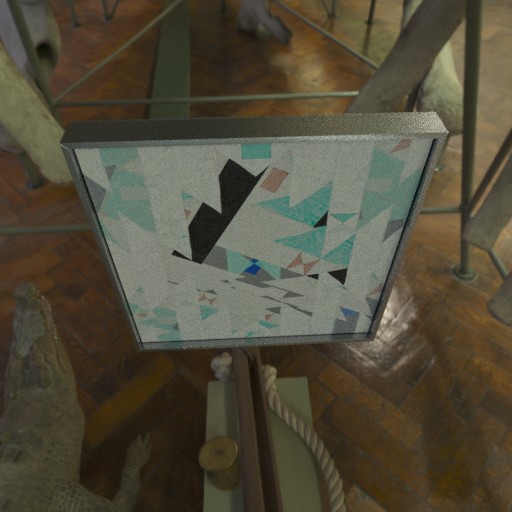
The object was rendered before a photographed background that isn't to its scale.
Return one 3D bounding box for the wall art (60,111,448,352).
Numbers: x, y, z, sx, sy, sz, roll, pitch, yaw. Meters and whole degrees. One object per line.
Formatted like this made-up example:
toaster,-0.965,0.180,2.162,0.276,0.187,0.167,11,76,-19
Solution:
wall art,0.000,0.000,0.538,0.350,0.350,0.038,-2,47,-2
